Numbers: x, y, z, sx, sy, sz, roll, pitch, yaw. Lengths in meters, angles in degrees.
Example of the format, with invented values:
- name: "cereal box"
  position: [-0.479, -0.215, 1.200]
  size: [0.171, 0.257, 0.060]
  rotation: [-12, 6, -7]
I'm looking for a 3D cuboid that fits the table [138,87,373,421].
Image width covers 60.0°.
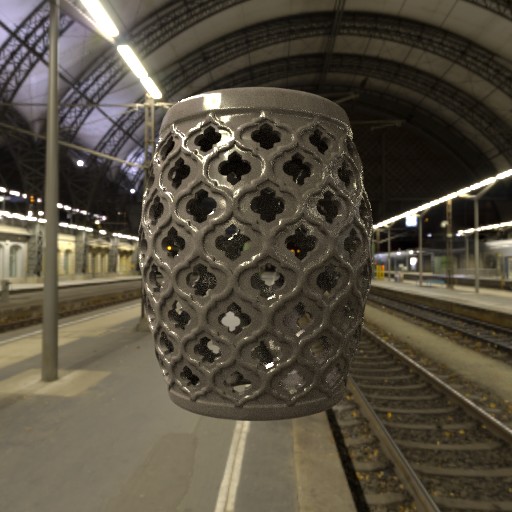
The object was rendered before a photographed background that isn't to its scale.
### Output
- name: "table"
  position: [0.000, 0.000, 0.634]
  size: [0.325, 0.388, 0.325]
  rotation: [0, -1, 0]
